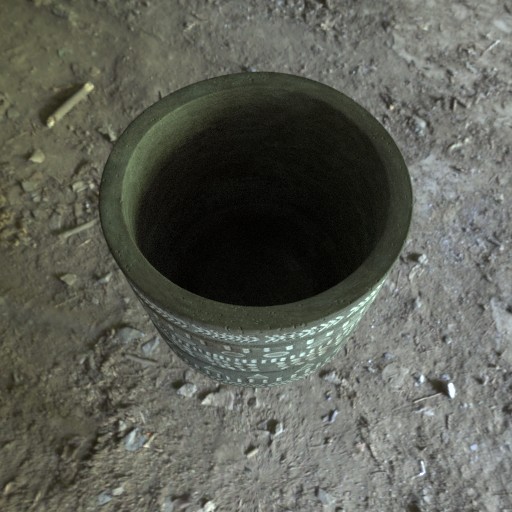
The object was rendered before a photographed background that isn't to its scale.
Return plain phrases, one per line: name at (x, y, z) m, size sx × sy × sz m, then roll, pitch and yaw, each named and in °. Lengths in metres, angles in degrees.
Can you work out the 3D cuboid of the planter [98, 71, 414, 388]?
planter at (0.000, 0.000, 0.265) m, size 0.142 × 0.149 × 0.142 m, roll 0°, pitch 63°, yaw 0°
